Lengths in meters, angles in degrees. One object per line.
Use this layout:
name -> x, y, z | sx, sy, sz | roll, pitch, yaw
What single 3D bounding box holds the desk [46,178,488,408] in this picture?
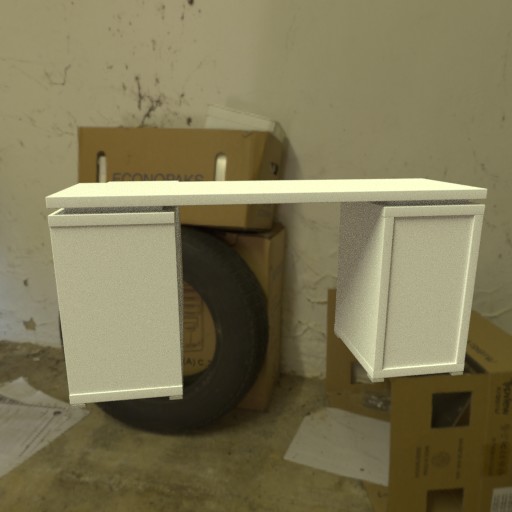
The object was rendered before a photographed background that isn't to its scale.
desk -> 0.000, 0.000, 2.171 | 1.524, 0.753, 1.200 | -2, 15, -9
